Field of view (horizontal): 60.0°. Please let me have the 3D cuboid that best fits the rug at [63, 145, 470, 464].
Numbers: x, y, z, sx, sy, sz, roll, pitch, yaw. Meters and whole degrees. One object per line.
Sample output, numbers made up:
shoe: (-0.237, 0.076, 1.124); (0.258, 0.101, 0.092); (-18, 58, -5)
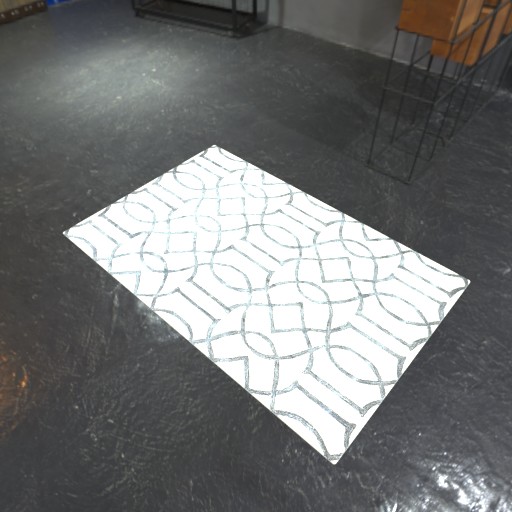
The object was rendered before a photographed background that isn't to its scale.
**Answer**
rug: (0.000, 0.000, 3.019); (2.365, 0.017, 1.521); (33, 55, 27)
